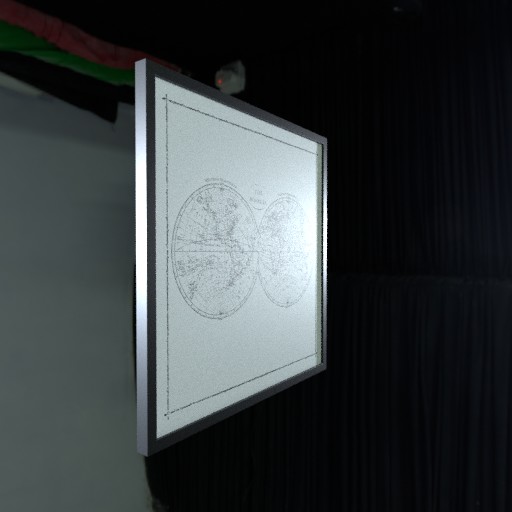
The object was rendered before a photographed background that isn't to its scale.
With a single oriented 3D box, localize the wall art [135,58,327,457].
[{"bbox_3d":[0.000,0.000,1.184,0.031,0.775,0.773,1,1,36],"label":"wall art"}]
